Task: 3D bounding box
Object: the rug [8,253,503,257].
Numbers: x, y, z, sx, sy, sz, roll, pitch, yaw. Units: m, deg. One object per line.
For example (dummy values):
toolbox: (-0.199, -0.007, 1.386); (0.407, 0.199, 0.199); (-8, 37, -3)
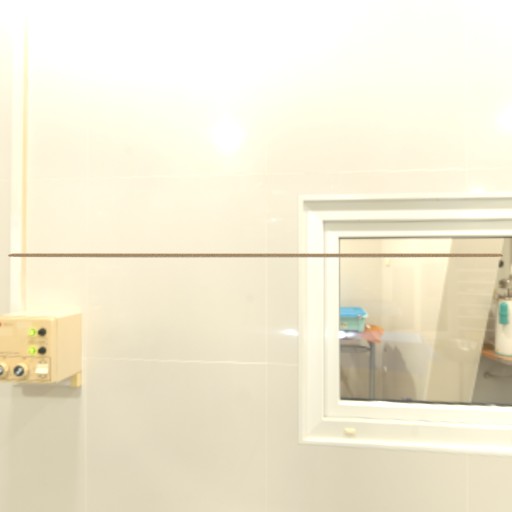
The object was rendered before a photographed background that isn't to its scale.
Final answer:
rug: (0.000, 0.000, 2.015); (1.668, 0.012, 1.061); (0, 0, 0)
